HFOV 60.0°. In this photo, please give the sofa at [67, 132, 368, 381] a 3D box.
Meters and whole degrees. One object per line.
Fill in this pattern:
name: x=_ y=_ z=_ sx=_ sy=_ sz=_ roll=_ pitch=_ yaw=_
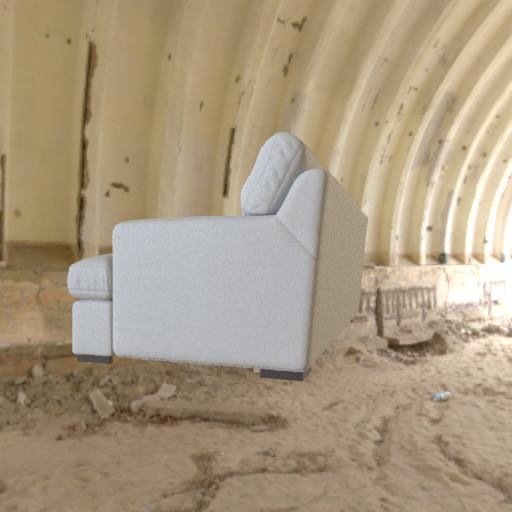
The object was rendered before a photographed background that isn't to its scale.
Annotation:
sofa: x=0.000 y=0.000 z=2.591 sx=1.143 sy=0.940 sz=1.880 roll=0 pitch=0 yaw=19
